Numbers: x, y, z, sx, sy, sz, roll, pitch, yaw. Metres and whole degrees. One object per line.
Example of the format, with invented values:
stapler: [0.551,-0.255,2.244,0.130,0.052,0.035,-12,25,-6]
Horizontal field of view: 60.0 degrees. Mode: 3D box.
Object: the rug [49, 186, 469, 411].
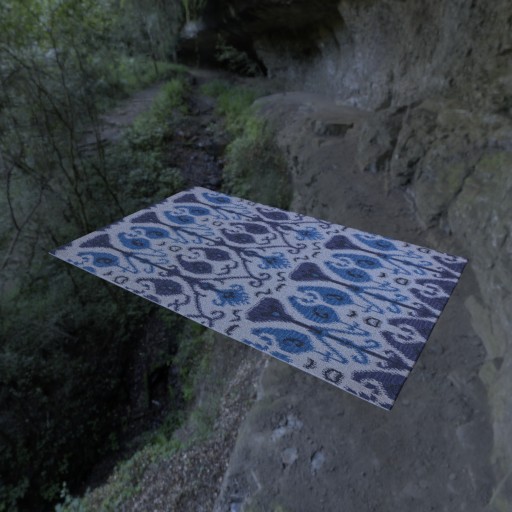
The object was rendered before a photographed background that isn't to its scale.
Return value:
rug: [0.000,0.000,2.109,1.698,0.013,1.072,19,35,29]
